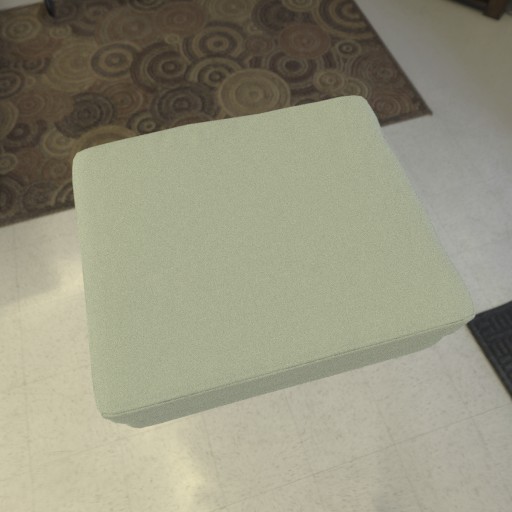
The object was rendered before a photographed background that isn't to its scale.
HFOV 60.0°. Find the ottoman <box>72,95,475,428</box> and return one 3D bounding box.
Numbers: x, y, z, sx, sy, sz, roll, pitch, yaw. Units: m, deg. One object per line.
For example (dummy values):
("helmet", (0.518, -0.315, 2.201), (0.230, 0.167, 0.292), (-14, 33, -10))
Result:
("ottoman", (0.000, 0.000, 1.432), (0.991, 0.494, 0.842), (-13, 63, -7))
